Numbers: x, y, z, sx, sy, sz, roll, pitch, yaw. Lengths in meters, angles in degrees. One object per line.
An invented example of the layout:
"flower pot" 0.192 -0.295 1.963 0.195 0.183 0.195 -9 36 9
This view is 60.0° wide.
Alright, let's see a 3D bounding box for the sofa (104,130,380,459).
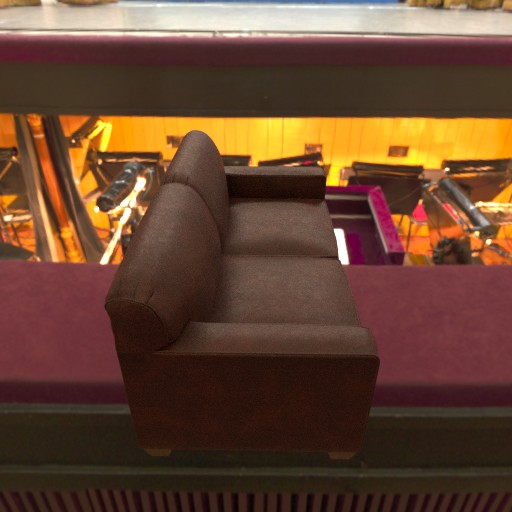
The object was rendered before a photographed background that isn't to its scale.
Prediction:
"sofa" 0.000 0.000 2.434 1.000 0.966 1.856 1 32 1
